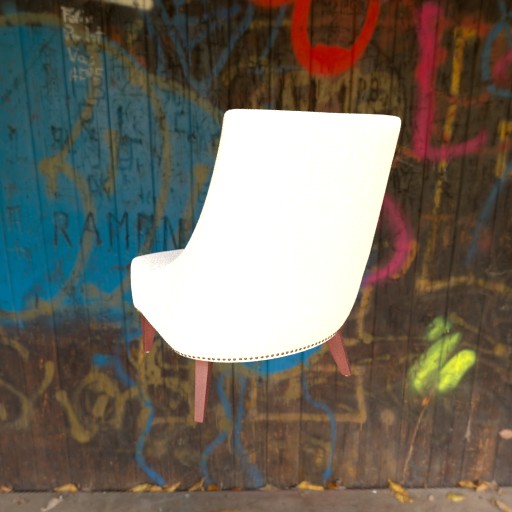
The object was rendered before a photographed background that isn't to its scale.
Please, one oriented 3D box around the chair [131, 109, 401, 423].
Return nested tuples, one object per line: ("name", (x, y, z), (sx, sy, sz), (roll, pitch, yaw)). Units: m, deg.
("chair", (0.000, 0.000, 1.541), (0.701, 0.909, 0.861), (-8, 16, -28))
